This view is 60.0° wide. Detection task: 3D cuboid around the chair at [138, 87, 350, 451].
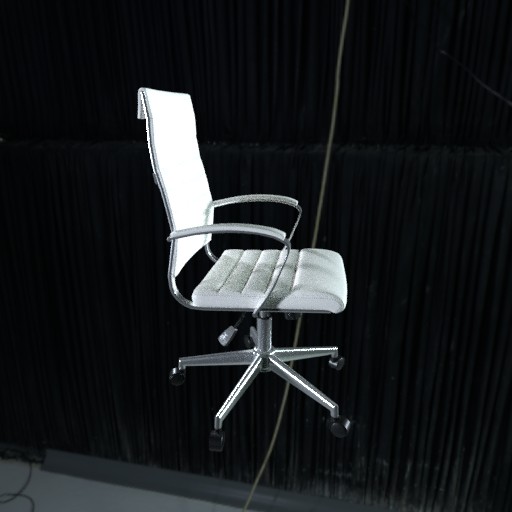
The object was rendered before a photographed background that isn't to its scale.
[{"bbox_3d":[0.000,0.000,1.642,0.739,1.149,0.766,3,18,9],"label":"chair"}]
